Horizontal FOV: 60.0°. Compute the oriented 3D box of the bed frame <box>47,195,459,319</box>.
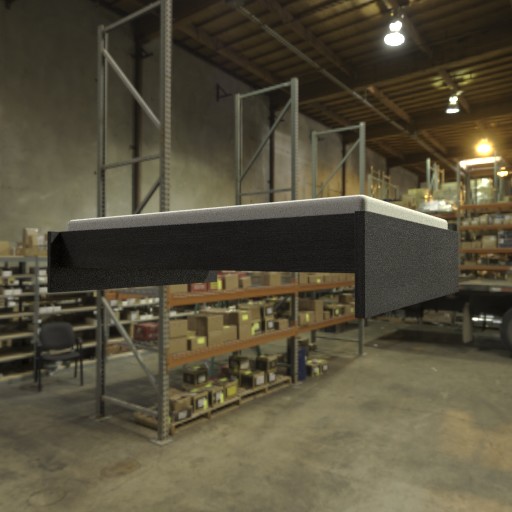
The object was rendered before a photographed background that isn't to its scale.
[{"bbox_3d":[0.000,0.000,2.645,1.950,0.432,1.490,0,0,35],"label":"bed frame"}]
